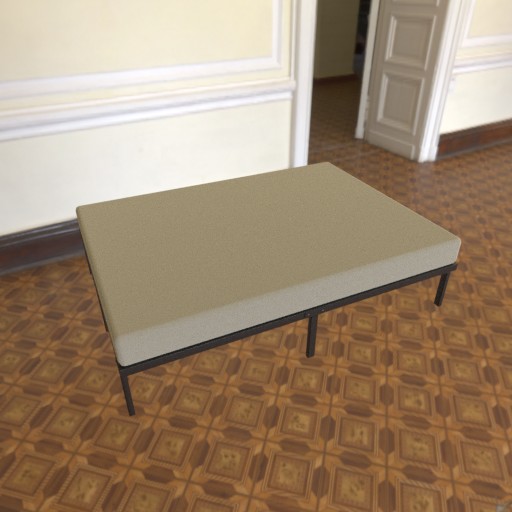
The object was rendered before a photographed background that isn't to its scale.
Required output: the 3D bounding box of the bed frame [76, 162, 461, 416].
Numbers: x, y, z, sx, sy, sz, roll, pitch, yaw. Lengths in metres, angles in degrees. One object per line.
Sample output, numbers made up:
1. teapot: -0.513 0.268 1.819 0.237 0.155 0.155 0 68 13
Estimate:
1. bed frame: 0.000 0.000 3.795 2.842 0.680 2.205 -10 34 -15
